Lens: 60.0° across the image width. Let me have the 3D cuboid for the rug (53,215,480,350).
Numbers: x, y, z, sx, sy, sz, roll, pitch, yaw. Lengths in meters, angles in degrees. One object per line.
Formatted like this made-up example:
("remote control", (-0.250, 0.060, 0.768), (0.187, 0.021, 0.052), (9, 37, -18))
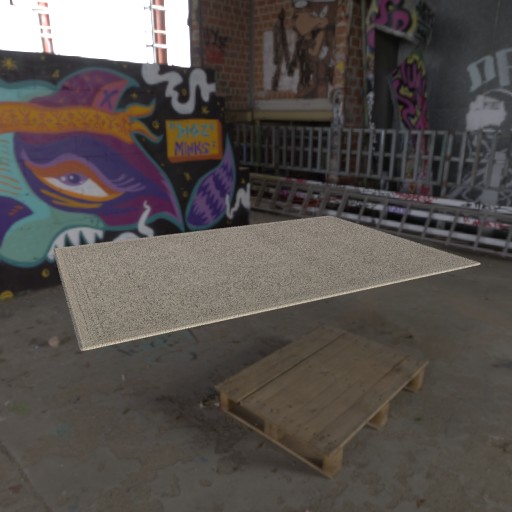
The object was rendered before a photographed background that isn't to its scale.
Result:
("rug", (0.000, 0.000, 2.266), (1.829, 0.010, 1.219), (-9, 19, -26))
